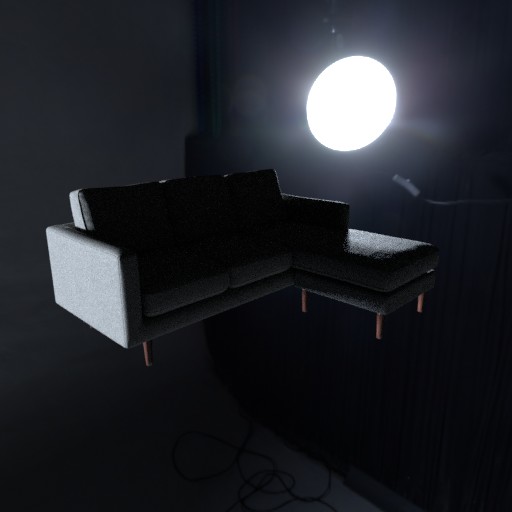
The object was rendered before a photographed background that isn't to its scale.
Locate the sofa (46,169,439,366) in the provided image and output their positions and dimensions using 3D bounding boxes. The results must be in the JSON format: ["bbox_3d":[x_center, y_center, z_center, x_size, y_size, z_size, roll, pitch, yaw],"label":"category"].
[{"bbox_3d":[0.000,0.000,2.967,1.667,0.957,2.055,16,23,42],"label":"sofa"}]
